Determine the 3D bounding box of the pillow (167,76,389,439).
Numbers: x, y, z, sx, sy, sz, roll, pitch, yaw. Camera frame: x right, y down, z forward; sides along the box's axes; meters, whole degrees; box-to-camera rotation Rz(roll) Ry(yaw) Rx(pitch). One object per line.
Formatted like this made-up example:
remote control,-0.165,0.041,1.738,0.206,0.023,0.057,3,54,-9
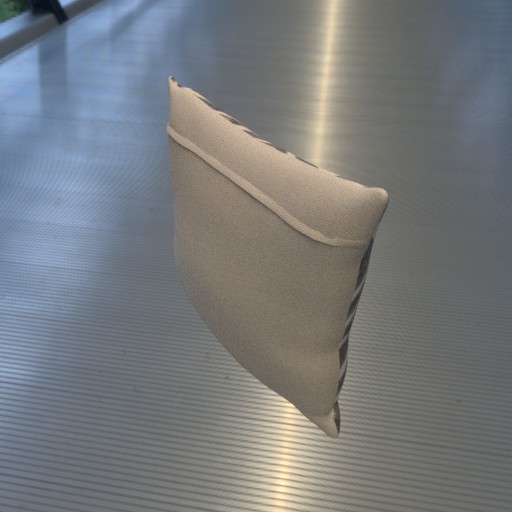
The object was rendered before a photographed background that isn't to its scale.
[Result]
pillow,0.000,0.000,0.682,0.182,0.441,0.440,-26,47,-27
